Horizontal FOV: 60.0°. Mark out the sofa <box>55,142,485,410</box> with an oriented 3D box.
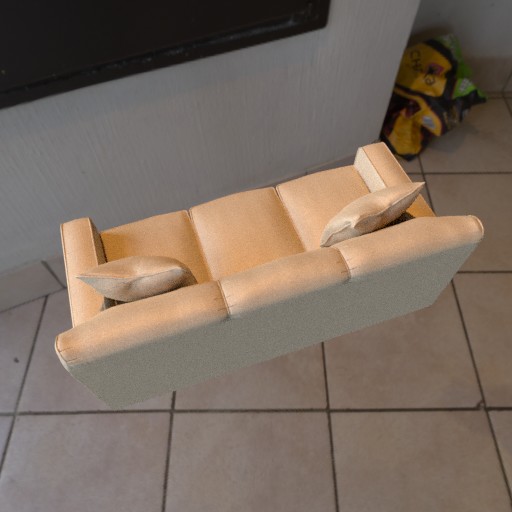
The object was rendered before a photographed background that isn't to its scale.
[{"bbox_3d":[0.000,0.000,2.537,2.024,0.958,0.997,-16,59,-10],"label":"sofa"}]
